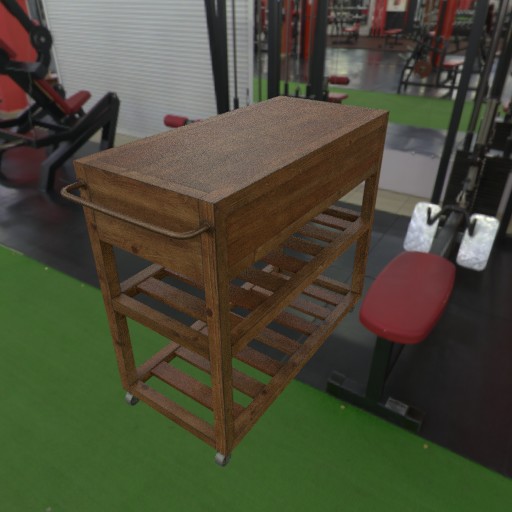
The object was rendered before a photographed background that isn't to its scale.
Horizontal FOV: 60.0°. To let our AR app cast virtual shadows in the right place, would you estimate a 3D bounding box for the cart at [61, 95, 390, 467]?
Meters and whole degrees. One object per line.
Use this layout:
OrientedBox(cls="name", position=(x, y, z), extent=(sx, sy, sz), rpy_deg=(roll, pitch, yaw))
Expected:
OrientedBox(cls="cart", position=(0.000, 0.000, 1.474), extent=(0.445, 0.830, 1.065), rpy_deg=(20, 36, 29))
